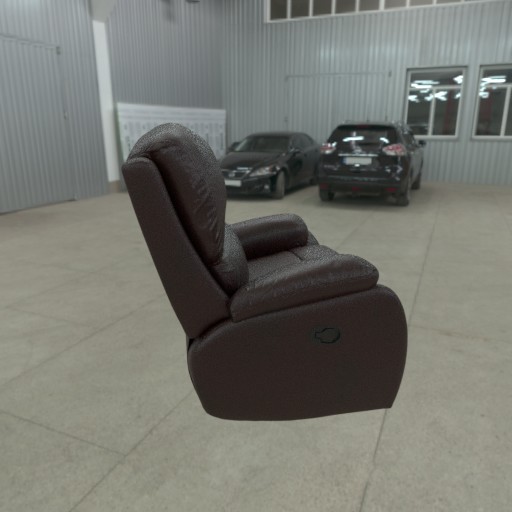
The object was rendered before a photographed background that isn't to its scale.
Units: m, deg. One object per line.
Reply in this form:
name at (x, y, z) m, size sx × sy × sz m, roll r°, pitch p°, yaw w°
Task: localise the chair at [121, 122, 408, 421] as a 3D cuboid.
chair at (0.000, 0.000, 1.758) m, size 0.899 × 1.011 × 0.930 m, roll -3°, pitch 17°, yaw -11°
